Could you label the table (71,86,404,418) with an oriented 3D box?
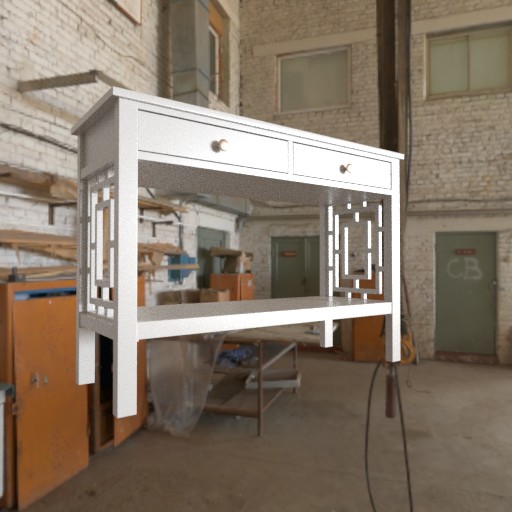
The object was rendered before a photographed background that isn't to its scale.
[{"bbox_3d":[0.000,0.000,1.459,1.068,0.753,0.397,1,-1,-36],"label":"table"}]
